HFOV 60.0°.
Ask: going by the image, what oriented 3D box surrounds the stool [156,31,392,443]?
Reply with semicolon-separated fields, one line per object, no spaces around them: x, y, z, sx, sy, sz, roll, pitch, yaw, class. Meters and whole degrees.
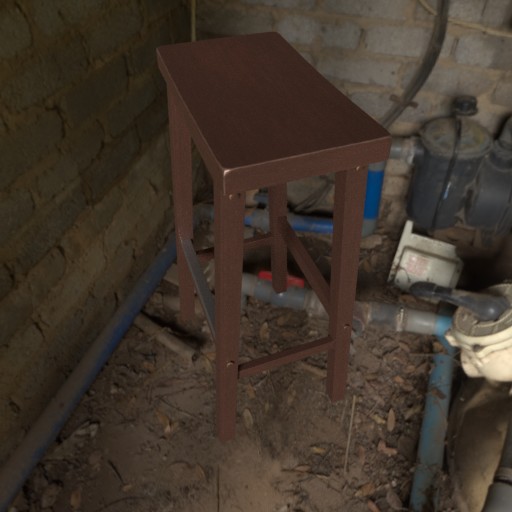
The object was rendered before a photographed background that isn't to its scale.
0.000;0.000;0.936;0.322;0.742;0.406;-15;47;-14;stool
